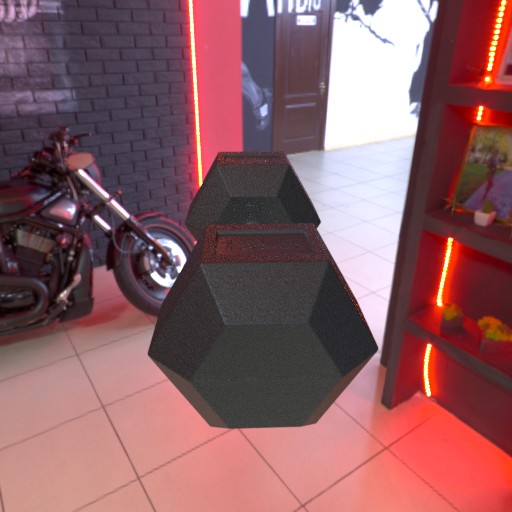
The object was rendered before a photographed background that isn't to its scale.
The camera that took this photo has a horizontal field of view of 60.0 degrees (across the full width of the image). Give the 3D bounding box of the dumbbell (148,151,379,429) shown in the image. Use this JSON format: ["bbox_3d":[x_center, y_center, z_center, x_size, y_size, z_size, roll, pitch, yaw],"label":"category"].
[{"bbox_3d":[0.000,0.000,0.336,0.122,0.106,0.271,-1,26,-2],"label":"dumbbell"}]
